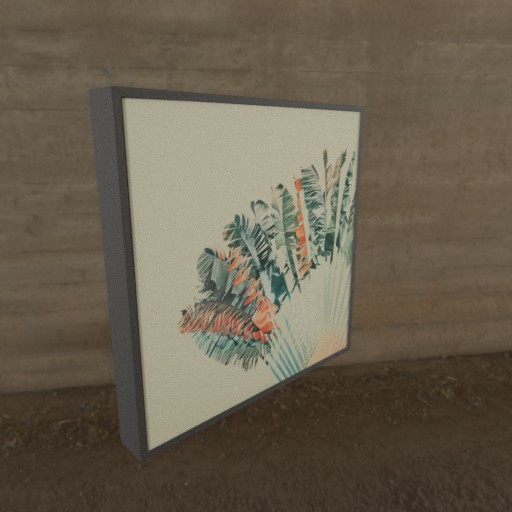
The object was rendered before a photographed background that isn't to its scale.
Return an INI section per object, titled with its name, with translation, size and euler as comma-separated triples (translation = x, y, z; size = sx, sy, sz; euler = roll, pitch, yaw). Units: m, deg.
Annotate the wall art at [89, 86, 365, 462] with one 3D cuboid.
[wall art]
translation = 0.000, 0.000, 0.450
size = 0.302, 0.300, 0.036
euler = -14, 20, -41
